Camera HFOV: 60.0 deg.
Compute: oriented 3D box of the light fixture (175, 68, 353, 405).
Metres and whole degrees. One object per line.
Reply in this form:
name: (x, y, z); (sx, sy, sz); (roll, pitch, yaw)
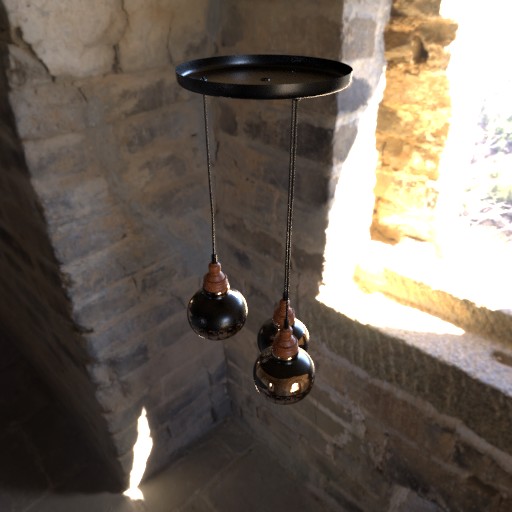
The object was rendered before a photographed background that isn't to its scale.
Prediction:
light fixture: (0.000, 0.000, 1.777); (0.605, 1.410, 0.608); (-1, 32, -1)
